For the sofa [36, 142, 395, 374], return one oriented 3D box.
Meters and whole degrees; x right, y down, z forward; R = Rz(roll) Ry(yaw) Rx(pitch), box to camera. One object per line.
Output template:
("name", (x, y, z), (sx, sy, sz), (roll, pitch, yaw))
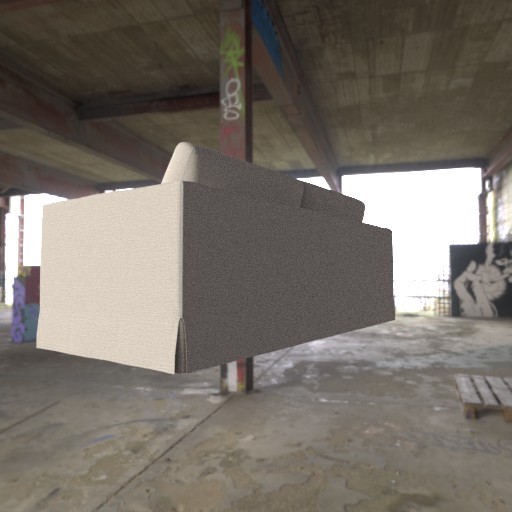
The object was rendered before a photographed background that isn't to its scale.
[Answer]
("sofa", (0.000, 0.000, 2.638), (0.954, 0.881, 2.163), (-2, -3, 36))
